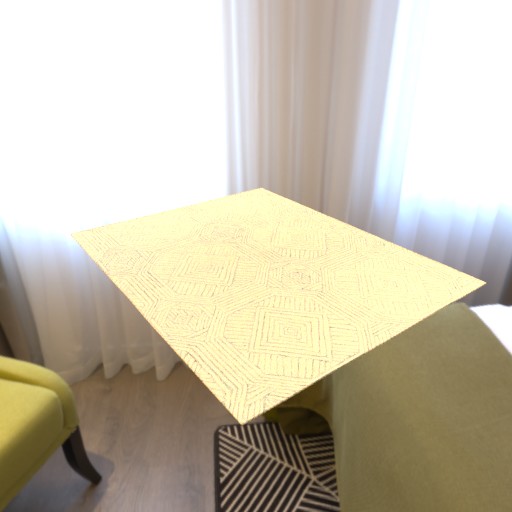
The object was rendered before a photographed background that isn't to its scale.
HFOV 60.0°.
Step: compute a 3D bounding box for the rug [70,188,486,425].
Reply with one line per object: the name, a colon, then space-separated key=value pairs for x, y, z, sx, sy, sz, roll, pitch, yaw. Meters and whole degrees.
rug: x=0.000 y=0.000 z=4.072 sx=2.457 sy=0.015 sz=3.049 roll=-19 pitch=33 yaw=-32
